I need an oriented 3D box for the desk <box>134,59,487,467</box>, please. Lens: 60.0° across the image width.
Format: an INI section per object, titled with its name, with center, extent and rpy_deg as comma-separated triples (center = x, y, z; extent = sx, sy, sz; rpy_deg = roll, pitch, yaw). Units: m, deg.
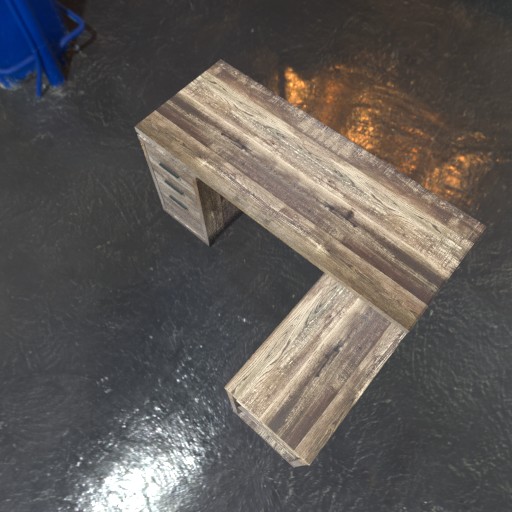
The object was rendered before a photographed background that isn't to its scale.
[desk]
center = 0.000, 0.000, 2.220
extent = 1.524, 0.753, 1.200
rpy_deg = 38, 70, 17
